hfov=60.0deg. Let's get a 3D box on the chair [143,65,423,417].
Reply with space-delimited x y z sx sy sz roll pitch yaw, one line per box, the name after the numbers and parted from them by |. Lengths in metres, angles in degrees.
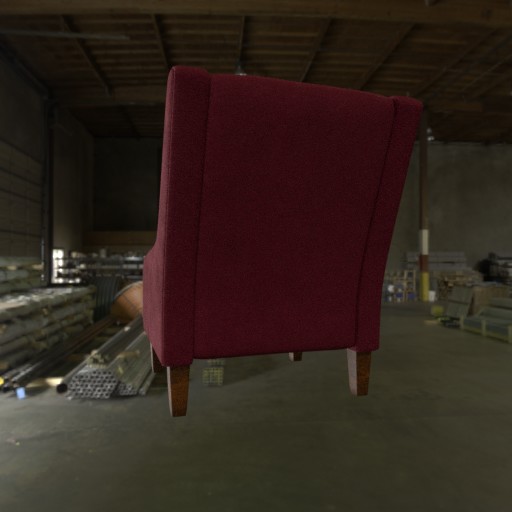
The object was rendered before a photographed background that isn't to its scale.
0.000 0.000 1.716 0.793 1.017 0.985 0 0 -19 | chair
